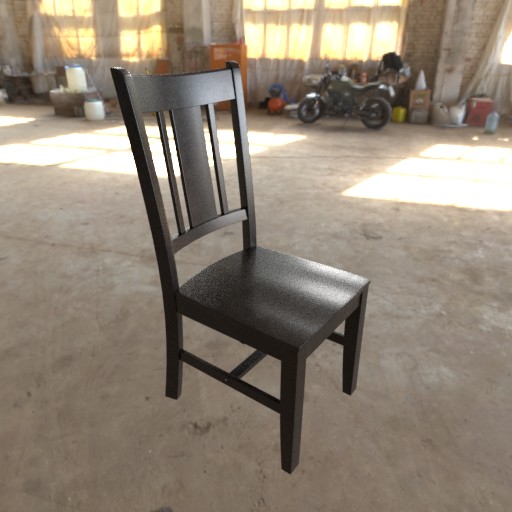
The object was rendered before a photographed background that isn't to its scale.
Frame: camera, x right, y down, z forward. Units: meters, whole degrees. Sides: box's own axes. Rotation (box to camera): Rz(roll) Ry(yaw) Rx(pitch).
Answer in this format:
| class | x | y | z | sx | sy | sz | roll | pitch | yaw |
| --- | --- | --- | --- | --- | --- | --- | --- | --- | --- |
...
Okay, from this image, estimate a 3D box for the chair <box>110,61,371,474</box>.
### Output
| class | x | y | z | sx | sy | sz | roll | pitch | yaw |
| --- | --- | --- | --- | --- | --- | --- | --- | --- | --- |
| chair | 0.000 | 0.000 | 1.269 | 0.555 | 0.998 | 0.450 | 18 | 31 | 32 |
